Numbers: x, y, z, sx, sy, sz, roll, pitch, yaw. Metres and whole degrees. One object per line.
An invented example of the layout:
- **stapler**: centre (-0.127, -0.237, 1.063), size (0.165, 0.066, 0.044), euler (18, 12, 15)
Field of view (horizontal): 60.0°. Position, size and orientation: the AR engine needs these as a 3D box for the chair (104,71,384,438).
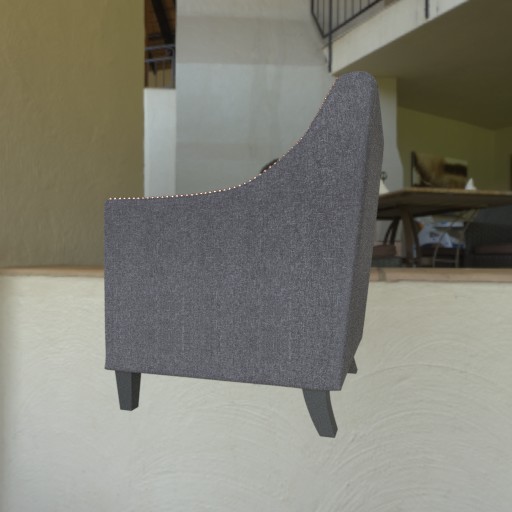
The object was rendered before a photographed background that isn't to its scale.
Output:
- **chair**: centre (0.000, 0.000, 1.624), size (0.884, 0.967, 0.776), euler (0, 0, 18)
